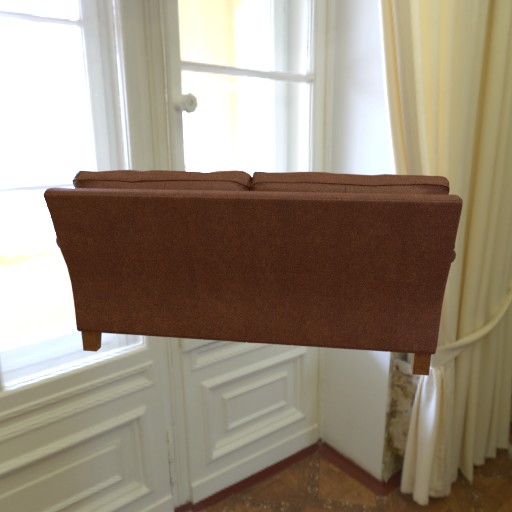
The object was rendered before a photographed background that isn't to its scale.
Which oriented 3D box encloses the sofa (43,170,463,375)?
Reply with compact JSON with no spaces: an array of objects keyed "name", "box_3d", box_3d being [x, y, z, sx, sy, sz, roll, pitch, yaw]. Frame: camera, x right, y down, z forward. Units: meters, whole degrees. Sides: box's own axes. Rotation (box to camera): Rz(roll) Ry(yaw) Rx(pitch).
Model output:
[{"name":"sofa","box_3d":[0.000,0.000,2.755,2.144,1.071,1.147,2,15,8]}]
